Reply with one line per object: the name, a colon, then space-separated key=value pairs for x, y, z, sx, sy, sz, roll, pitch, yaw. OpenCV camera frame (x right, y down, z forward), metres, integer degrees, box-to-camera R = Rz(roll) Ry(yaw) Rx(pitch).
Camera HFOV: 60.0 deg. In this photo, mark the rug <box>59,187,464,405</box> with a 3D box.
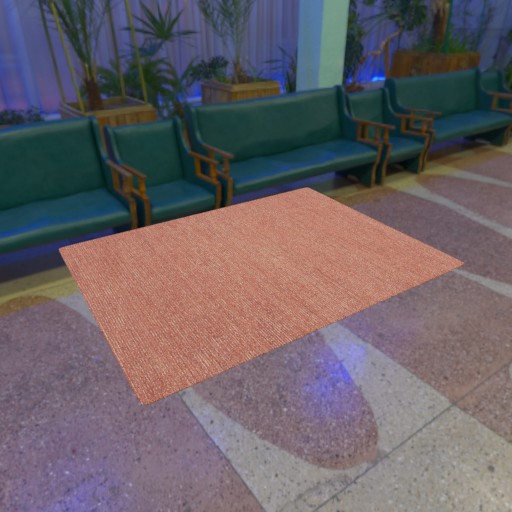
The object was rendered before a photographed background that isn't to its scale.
rug: x=0.000 y=0.000 z=2.861 sx=2.112 sy=0.009 sz=1.594 roll=-18 pitch=34 yaw=-28
